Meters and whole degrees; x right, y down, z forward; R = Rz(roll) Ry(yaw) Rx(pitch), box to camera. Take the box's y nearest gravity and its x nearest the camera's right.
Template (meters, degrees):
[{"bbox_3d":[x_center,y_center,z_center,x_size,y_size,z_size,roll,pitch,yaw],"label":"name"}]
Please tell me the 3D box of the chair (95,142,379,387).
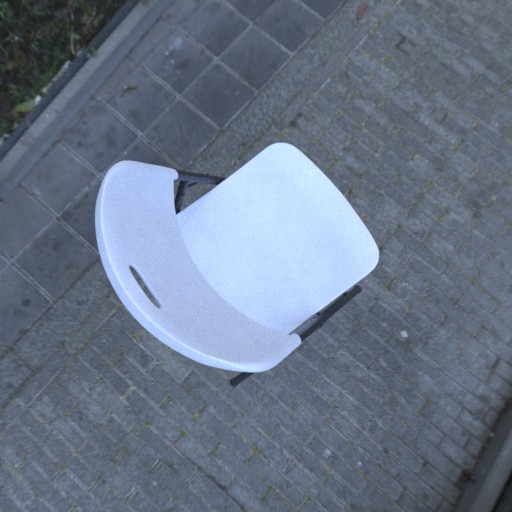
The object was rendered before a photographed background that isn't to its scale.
[{"bbox_3d":[0.000,0.000,1.167,0.566,0.810,0.494,-35,79,-8],"label":"chair"}]
